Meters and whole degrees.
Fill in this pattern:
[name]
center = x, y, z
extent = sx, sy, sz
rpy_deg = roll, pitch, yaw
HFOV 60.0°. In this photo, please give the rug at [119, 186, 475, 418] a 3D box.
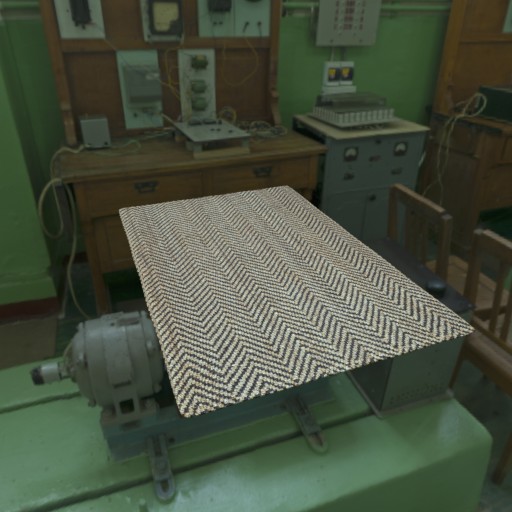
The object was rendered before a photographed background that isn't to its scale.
[rug]
center = 0.000, 0.000, 2.343
extent = 1.219, 0.008, 1.828
rpy_deg = -11, 31, -19
